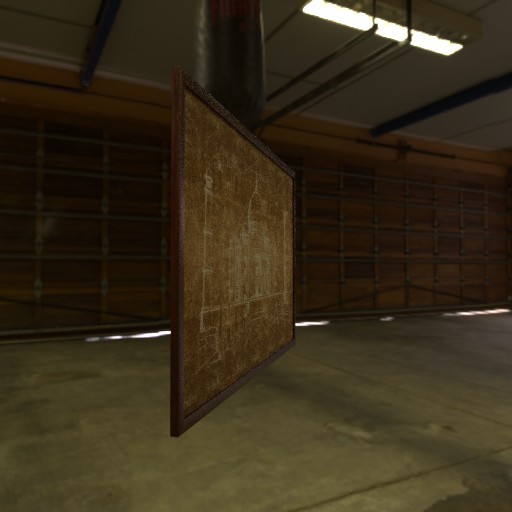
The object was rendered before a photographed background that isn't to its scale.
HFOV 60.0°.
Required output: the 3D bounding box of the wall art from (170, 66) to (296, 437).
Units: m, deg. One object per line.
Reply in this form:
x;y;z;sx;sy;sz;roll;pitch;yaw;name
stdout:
0.000;0.000;1.057;0.014;0.559;0.816;0;-1;17;wall art
